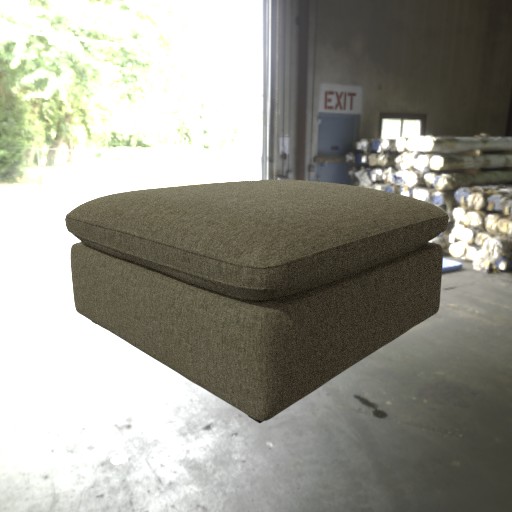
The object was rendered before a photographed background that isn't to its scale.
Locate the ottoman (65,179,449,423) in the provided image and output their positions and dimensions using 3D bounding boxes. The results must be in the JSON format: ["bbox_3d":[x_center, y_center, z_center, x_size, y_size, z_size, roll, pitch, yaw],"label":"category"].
[{"bbox_3d":[0.000,0.000,1.643,1.039,0.526,1.035,14,20,43],"label":"ottoman"}]
